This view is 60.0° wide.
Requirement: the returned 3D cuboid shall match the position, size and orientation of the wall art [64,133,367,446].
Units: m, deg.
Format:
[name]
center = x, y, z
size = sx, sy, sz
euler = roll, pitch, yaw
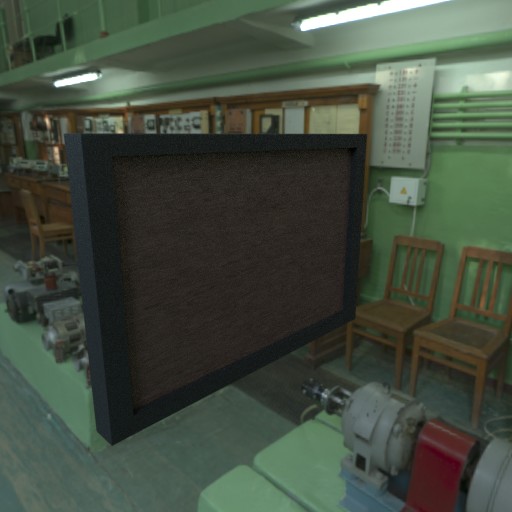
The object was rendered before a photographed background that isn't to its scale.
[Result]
[wall art]
center = 0.000, 0.000, 0.857
size = 0.051, 0.456, 0.671
euler = 15, 21, 43
